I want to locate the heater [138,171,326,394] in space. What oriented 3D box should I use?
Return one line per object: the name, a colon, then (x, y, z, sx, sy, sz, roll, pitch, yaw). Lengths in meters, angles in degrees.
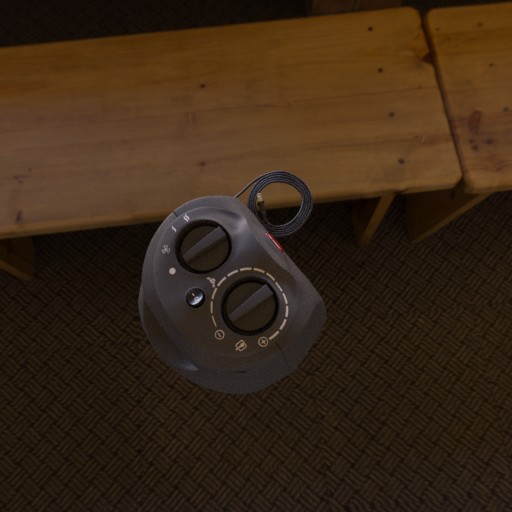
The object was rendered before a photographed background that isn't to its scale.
heater: (0.000, 0.000, 0.487, 0.291, 0.255, 0.239, -37, 78, -10)
